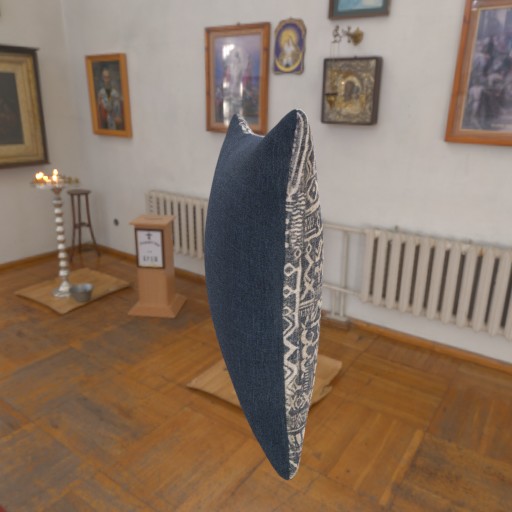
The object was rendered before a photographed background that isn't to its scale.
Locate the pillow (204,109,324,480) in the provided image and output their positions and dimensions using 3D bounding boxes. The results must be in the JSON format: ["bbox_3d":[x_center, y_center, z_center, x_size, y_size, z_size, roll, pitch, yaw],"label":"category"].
[{"bbox_3d":[0.000,0.000,0.784,0.180,0.487,0.546,-3,17,-9],"label":"pillow"}]
